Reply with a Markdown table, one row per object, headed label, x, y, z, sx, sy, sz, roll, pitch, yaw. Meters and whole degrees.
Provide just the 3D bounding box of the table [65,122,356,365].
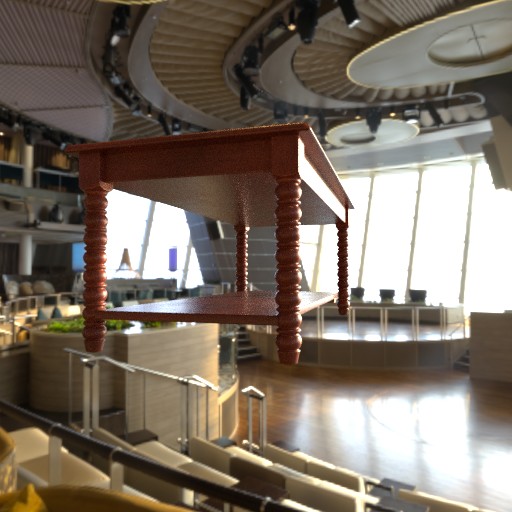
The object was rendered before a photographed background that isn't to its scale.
| label | x | y | z | sx | sy | sz | roll | pitch | yaw |
| --- | --- | --- | --- | --- | --- | --- | --- | --- | --- |
| table | 0.000 | 0.000 | 1.496 | 0.580 | 0.485 | 1.171 | -1 | -2 | 17 |
